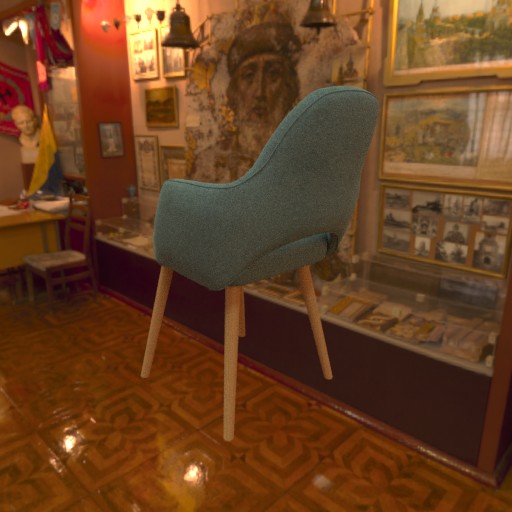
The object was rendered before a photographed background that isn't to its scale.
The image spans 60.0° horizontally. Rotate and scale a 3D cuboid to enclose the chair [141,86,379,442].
[{"bbox_3d":[0.000,0.000,1.335,0.589,0.920,0.666,-15,22,-42],"label":"chair"}]
